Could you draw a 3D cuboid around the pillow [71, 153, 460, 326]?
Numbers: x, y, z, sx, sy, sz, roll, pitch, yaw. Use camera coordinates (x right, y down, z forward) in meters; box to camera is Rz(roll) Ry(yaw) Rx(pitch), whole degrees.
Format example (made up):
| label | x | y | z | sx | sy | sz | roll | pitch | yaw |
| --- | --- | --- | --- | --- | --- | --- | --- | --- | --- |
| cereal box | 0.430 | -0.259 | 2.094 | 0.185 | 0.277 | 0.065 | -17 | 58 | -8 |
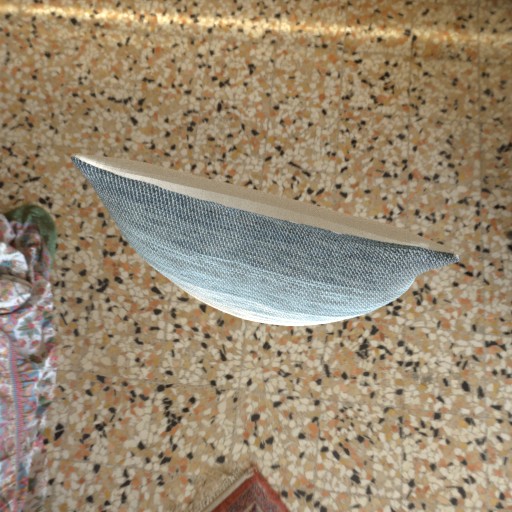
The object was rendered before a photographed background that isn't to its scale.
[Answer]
| label | x | y | z | sx | sy | sz | roll | pitch | yaw |
| --- | --- | --- | --- | --- | --- | --- | --- | --- | --- |
| pillow | 0.000 | 0.000 | 0.675 | 0.440 | 0.441 | 0.182 | 15 | 76 | 4 |
